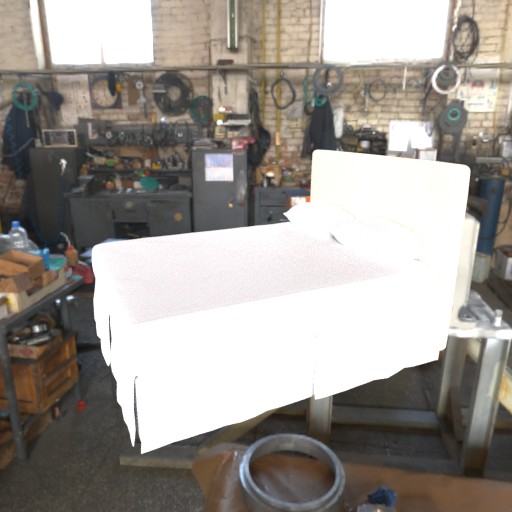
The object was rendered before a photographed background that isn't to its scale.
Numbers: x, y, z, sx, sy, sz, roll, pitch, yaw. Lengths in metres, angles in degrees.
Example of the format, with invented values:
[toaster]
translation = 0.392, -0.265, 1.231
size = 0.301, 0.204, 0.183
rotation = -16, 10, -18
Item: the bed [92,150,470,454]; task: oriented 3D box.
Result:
[bed]
translation = 0.000, 0.000, 3.127
size = 2.142, 1.330, 1.713
rotation = -8, 19, -24
